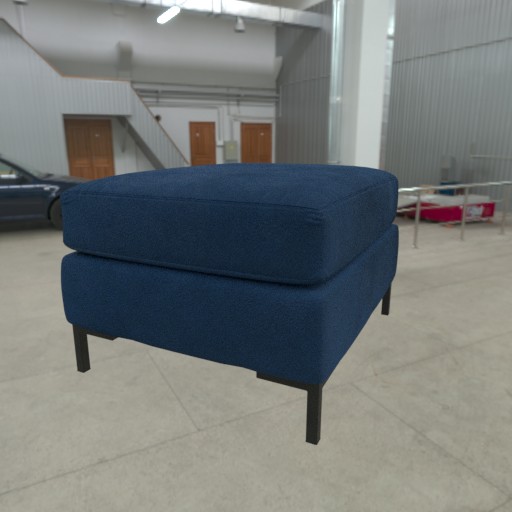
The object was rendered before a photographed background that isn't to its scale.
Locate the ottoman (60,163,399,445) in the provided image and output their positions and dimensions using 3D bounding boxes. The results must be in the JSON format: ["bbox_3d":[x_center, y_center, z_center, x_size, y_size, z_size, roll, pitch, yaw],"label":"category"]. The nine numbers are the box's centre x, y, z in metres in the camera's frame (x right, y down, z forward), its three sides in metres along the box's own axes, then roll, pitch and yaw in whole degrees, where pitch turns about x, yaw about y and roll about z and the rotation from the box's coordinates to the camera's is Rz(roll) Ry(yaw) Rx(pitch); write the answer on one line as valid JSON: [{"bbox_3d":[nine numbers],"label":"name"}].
[{"bbox_3d":[0.000,0.000,1.216,0.655,0.485,0.794,7,16,26],"label":"ottoman"}]
